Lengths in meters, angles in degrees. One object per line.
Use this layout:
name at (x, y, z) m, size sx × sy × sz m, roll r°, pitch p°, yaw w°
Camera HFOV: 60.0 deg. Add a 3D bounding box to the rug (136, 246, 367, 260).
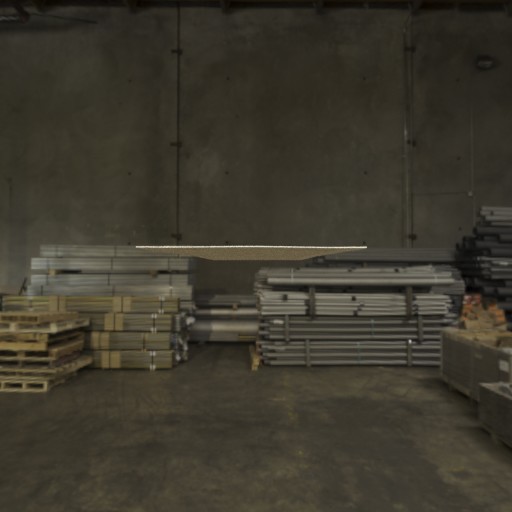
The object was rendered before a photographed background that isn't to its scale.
rug at (0.000, 0.000, 2.601) m, size 0.741 × 0.014 × 2.390 m, roll 0°, pitch -1°, yaw 1°
